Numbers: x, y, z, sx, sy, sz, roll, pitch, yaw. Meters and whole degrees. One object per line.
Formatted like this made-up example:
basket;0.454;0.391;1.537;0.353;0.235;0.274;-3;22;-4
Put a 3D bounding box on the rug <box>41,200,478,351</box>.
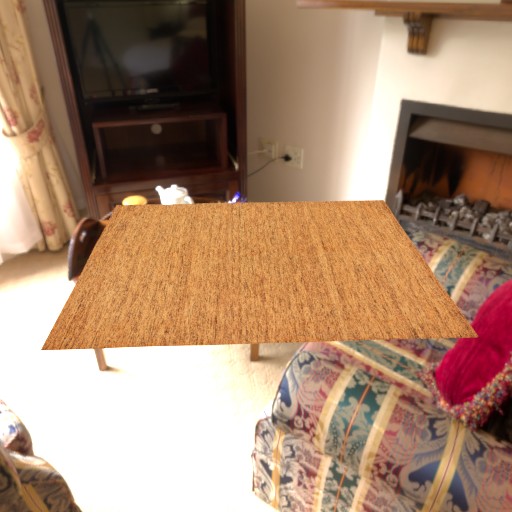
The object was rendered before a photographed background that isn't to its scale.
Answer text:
rug;0.000;0.000;4.272;3.200;0.012;2.438;-1;32;-2
